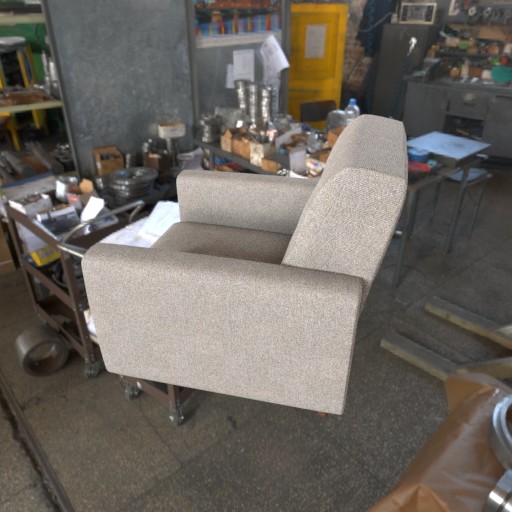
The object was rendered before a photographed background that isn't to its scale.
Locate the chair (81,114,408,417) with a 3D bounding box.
[{"bbox_3d":[0.000,0.000,1.664,0.942,0.968,0.845,8,32,13],"label":"chair"}]
